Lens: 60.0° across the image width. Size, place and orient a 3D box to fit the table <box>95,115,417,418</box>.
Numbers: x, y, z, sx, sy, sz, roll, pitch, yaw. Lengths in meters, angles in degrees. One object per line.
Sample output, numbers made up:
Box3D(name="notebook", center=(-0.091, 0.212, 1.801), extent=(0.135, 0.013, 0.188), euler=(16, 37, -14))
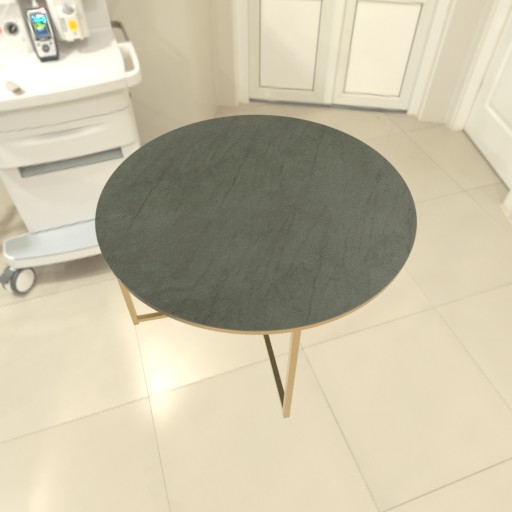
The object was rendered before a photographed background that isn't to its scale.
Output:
Box3D(name="table", center=(0.000, 0.000, 1.300), extent=(0.800, 0.450, 0.800), euler=(0, 48, 0))
